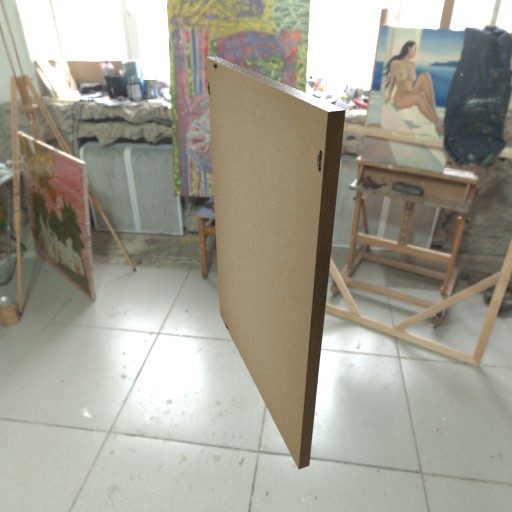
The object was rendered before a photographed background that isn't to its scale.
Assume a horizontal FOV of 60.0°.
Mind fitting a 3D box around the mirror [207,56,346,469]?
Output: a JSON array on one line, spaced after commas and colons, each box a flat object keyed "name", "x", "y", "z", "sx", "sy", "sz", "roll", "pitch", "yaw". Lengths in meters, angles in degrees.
[{"name": "mirror", "x": 0.000, "y": 0.000, "z": 1.334, "sx": 0.040, "sy": 1.016, "sz": 0.762, "roll": -11, "pitch": 33, "yaw": -18}]
